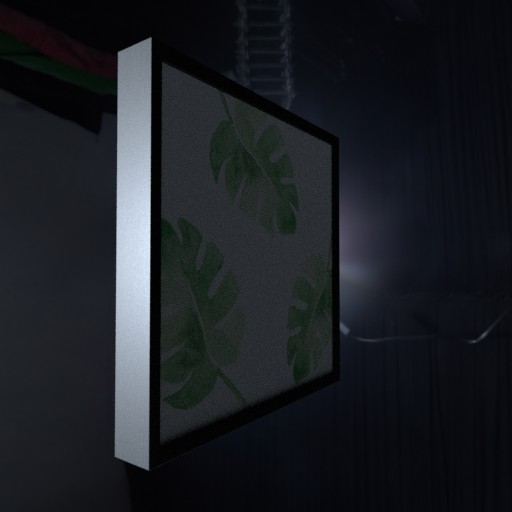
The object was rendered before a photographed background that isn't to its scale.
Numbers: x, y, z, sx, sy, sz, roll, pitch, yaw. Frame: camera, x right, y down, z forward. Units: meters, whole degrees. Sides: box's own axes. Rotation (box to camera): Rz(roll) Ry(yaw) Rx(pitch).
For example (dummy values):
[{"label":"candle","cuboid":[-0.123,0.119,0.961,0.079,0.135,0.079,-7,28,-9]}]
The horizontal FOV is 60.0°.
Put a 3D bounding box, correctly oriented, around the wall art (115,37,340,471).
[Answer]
[{"label":"wall art","cuboid":[0.000,0.000,0.444,0.038,0.304,0.304,-1,-2,36]}]
